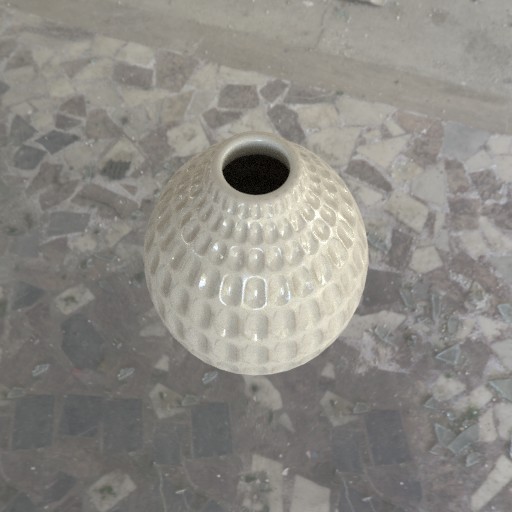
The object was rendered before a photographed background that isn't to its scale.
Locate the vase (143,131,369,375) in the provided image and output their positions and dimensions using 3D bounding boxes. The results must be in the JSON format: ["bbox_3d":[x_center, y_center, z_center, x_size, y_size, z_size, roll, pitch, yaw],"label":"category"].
[{"bbox_3d":[0.000,0.000,0.258,0.128,0.167,0.128,0,63,0],"label":"vase"}]
